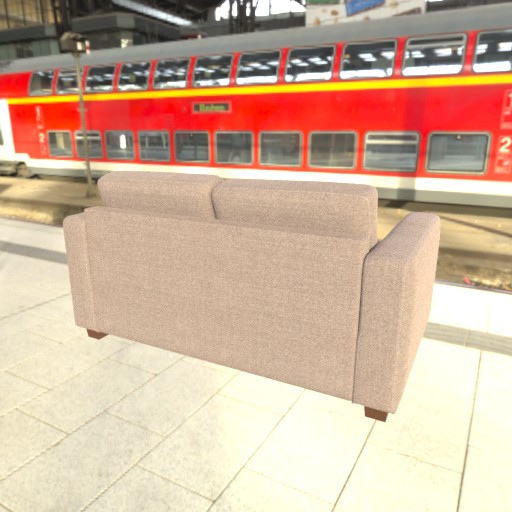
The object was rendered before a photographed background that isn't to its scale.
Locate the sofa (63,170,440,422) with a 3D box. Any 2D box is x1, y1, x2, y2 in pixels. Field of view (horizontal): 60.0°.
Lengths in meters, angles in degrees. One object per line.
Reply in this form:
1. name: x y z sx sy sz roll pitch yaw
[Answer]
1. sofa: 0.000 0.000 2.074 1.520 0.800 0.900 8 18 26
